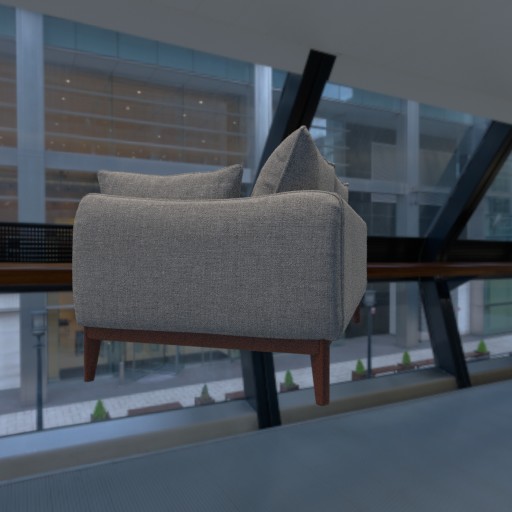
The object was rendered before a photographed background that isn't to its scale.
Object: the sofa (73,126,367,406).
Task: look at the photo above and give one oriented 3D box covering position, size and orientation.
[{"bbox_3d":[0.000,0.000,2.123,0.972,0.851,1.580,0,1,17],"label":"sofa"}]
